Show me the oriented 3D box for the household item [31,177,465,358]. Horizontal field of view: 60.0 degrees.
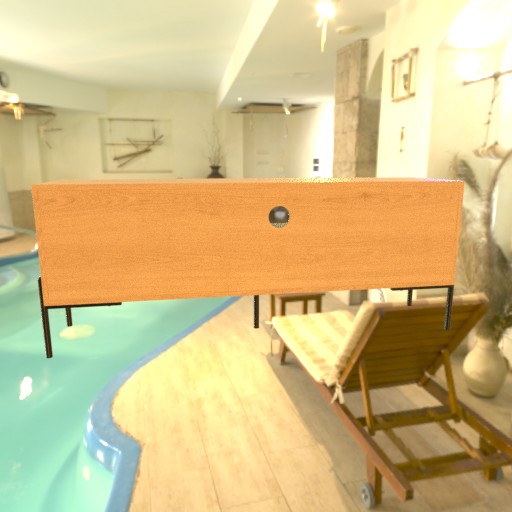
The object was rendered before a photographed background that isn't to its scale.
[{"bbox_3d":[0.000,0.000,1.778,1.550,0.600,0.400,-2,12,-10],"label":"household item"}]
